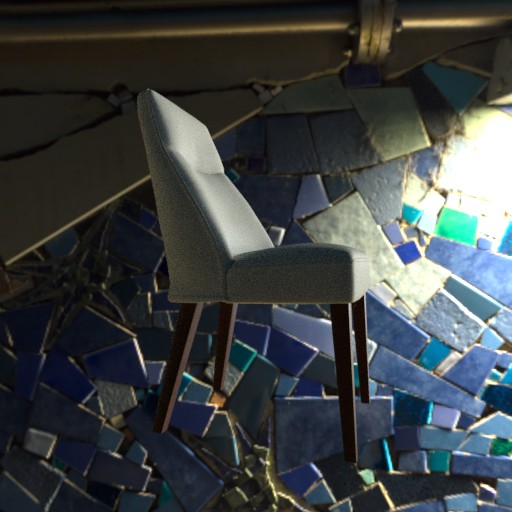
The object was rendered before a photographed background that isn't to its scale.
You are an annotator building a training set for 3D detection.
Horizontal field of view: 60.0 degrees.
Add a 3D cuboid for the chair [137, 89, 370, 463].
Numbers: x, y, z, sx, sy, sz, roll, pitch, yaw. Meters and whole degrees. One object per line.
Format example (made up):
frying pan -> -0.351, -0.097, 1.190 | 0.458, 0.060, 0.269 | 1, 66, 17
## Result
chair -> 0.000, 0.000, 1.298 | 0.620, 0.930, 0.500 | 0, 0, 18
